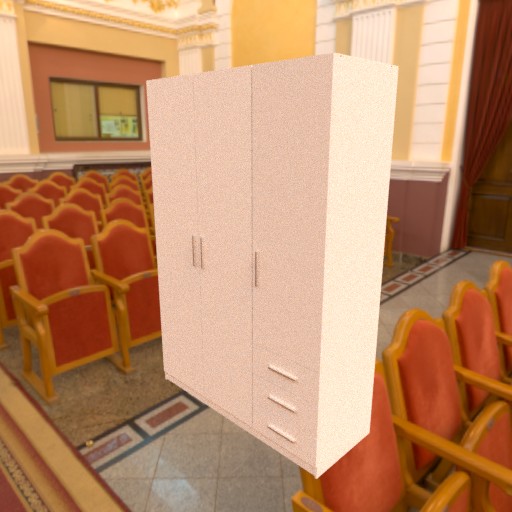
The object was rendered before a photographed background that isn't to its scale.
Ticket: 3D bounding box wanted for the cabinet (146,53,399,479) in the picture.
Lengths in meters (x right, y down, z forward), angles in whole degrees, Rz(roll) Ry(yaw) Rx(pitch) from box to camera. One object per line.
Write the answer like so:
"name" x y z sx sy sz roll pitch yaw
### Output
"cabinet" 0.000 0.000 2.499 1.290 1.910 0.510 15 21 43
